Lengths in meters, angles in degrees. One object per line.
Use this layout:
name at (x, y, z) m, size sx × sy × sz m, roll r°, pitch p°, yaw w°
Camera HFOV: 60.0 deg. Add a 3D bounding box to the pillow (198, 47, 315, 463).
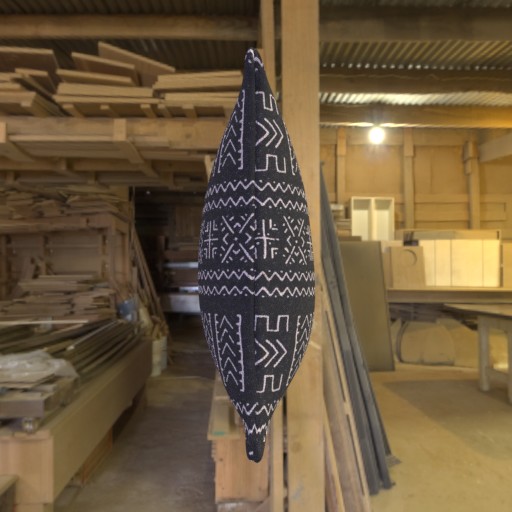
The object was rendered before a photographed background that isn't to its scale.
pillow at (0.000, 0.000, 0.658) m, size 0.164 × 0.430 × 0.438 m, roll 0°, pitch -1°, yaw 1°
